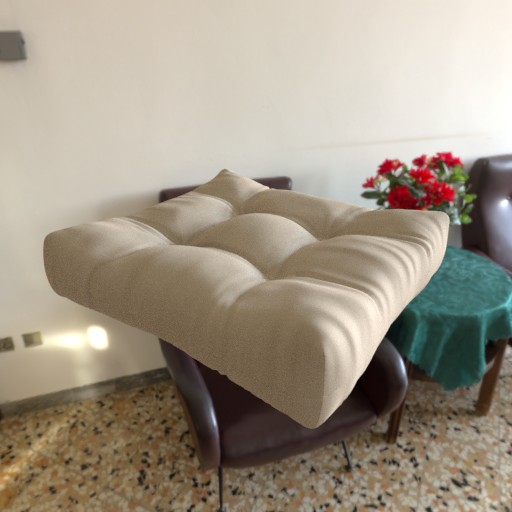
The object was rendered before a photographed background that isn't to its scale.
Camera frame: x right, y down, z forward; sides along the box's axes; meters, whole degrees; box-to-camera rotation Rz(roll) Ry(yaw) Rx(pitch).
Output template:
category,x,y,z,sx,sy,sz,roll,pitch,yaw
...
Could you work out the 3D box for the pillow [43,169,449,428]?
category,x,y,z,sx,sy,sz,roll,pitch,yaw
pillow,0.000,0.000,0.713,0.490,0.128,0.468,17,31,31
